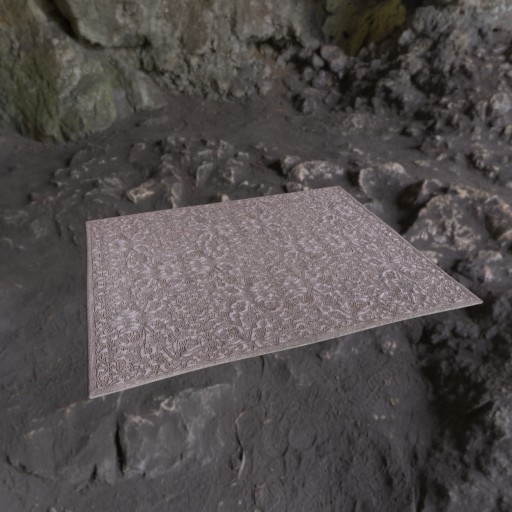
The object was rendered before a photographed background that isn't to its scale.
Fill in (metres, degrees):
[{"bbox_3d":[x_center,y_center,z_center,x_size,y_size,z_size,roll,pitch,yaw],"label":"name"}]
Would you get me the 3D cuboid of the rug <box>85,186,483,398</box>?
[{"bbox_3d":[0.000,0.000,4.124,3.017,0.035,2.472,-10,33,-16],"label":"rug"}]
